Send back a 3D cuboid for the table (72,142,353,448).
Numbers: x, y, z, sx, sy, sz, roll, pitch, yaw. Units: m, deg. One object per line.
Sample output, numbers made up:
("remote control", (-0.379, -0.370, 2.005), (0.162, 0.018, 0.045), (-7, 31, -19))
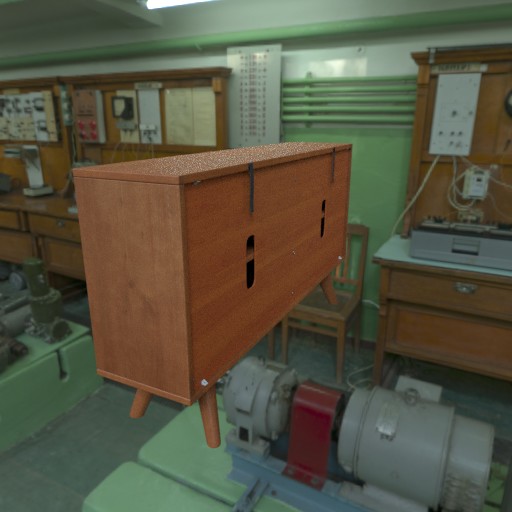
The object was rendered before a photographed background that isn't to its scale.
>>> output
("table", (0.000, 0.000, 1.519), (0.308, 0.698, 1.220), (9, 19, 26))
